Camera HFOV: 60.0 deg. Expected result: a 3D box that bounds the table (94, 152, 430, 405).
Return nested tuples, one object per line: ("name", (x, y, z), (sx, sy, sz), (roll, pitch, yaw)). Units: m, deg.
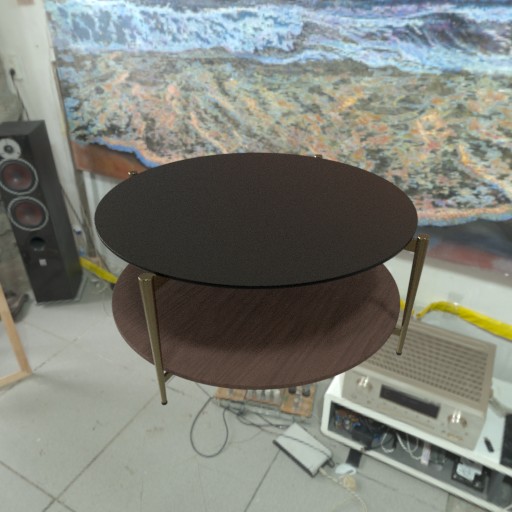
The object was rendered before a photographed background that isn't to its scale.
("table", (0.000, 0.000, 1.446), (0.938, 0.400, 0.938), (0, 30, -1))
